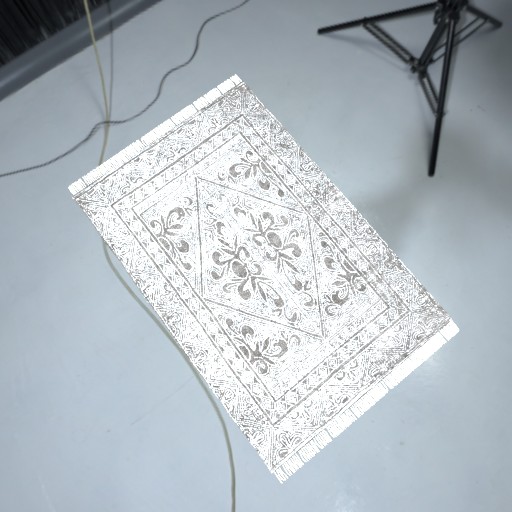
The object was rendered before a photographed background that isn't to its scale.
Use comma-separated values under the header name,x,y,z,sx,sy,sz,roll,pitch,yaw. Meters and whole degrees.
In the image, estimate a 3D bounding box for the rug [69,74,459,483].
name,x,y,z,sx,sy,sz,roll,pitch,yaw
rug,0.000,0.000,3.033,1.529,0.010,2.440,-37,79,-8
